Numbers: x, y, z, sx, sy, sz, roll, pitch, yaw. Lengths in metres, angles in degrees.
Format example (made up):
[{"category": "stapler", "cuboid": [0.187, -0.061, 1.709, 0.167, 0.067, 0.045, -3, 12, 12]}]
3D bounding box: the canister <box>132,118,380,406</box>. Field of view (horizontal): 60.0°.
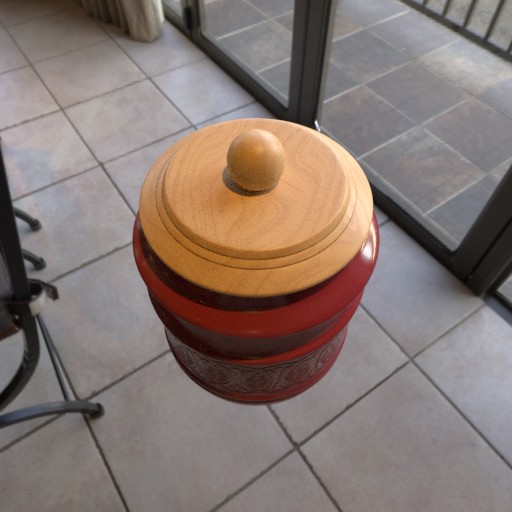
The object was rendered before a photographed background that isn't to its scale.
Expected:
[{"category": "canister", "cuboid": [0.000, 0.000, 0.259, 0.130, 0.176, 0.130, 0, 56, 0]}]
